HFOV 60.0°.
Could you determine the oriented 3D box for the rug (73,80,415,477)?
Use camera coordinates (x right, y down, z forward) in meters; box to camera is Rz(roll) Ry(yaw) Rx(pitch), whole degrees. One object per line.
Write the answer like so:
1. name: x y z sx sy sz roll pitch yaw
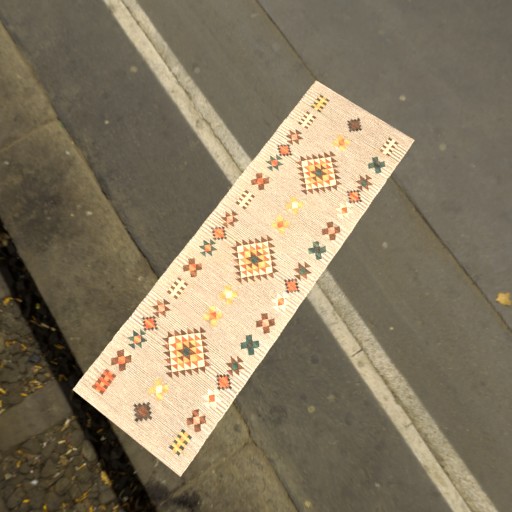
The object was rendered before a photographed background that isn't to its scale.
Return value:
1. rug: 0.000 0.000 2.653 0.766 0.008 2.432 35 78 8
